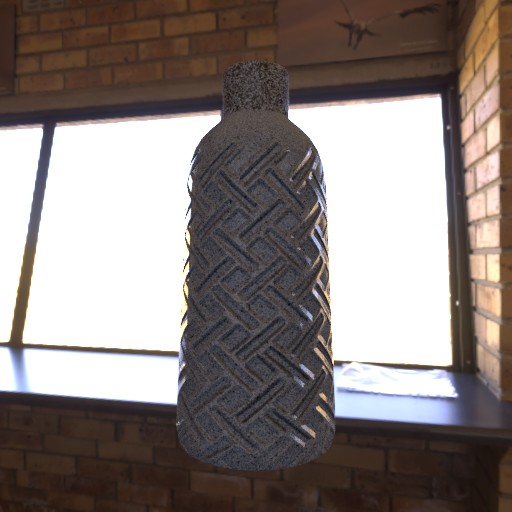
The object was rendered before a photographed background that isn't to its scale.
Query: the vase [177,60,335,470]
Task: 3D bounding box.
[{"bbox_3d":[0.000,0.000,0.345,0.122,0.282,0.122,0,0,0],"label":"vase"}]
